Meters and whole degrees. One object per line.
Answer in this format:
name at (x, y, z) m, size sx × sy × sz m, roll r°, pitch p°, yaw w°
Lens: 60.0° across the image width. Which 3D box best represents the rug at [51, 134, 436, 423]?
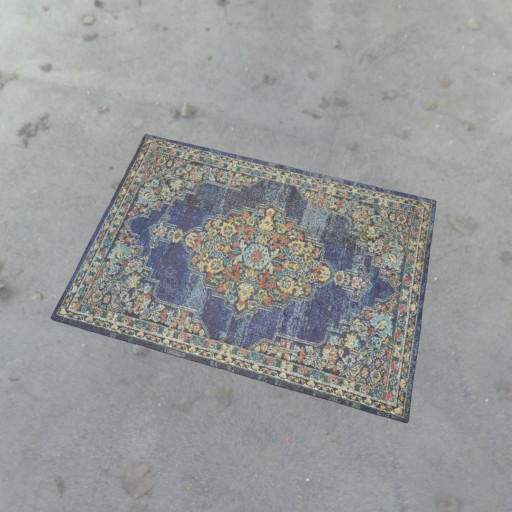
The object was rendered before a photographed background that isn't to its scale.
rug at (0.000, 0.000, 3.892) m, size 2.940 × 0.011 × 2.053 m, roll 14°, pitch 65°, yaw 7°
